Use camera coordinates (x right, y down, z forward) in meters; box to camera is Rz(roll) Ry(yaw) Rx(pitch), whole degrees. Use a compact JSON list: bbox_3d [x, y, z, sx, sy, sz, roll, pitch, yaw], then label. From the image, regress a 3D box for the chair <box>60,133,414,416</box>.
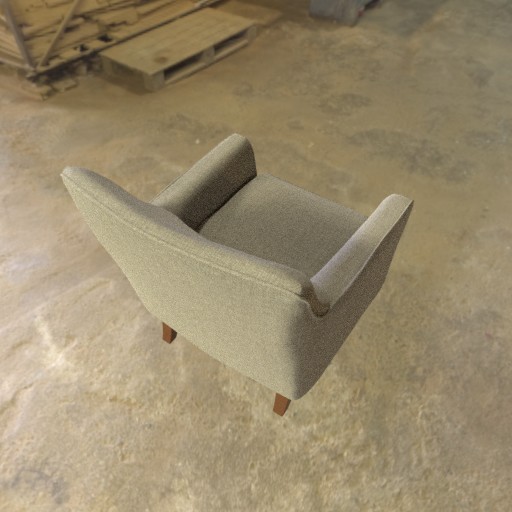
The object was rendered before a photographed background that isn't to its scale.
[{"bbox_3d":[0.000,0.000,1.785,0.887,1.047,0.993,26,52,23],"label":"chair"}]
